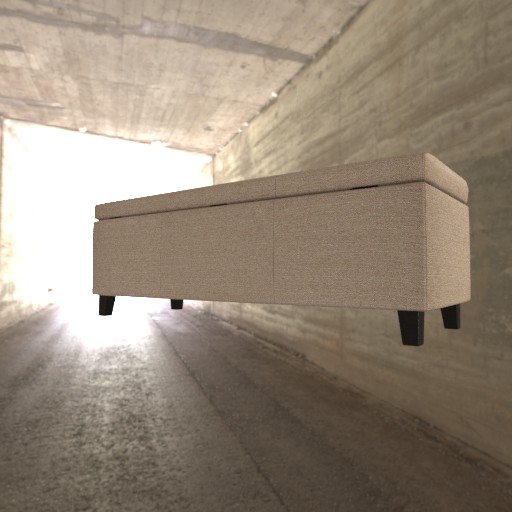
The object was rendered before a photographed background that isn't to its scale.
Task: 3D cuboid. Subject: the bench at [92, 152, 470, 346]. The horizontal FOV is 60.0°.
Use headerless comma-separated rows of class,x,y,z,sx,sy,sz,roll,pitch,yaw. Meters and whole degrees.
bench,0.000,0.000,1.496,1.269,0.438,0.446,-2,-3,37
